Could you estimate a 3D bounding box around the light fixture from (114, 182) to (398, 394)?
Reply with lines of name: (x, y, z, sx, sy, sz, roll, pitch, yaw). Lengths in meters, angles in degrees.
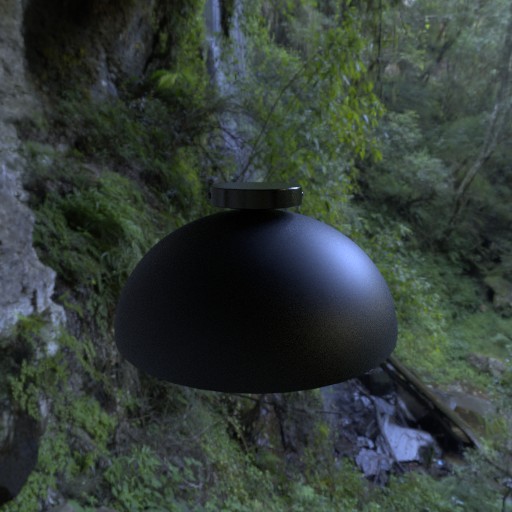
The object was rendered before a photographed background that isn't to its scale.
light fixture: (0.000, 0.000, 0.561, 0.355, 0.177, 0.355, 0, 14, 0)
